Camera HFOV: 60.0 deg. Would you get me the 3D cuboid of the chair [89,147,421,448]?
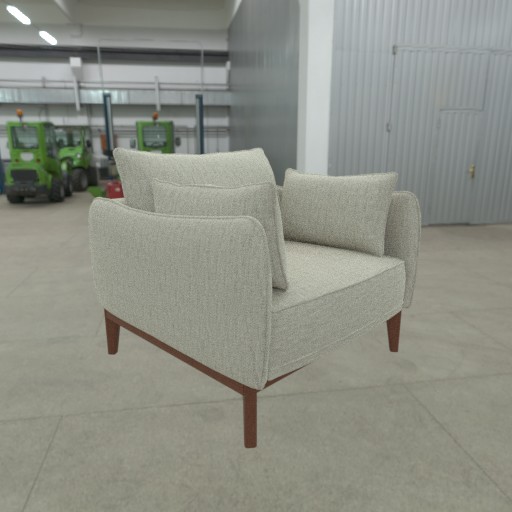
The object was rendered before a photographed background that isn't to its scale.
[{"bbox_3d":[0.000,0.000,1.799,0.991,0.855,0.994,14,20,43],"label":"chair"}]
